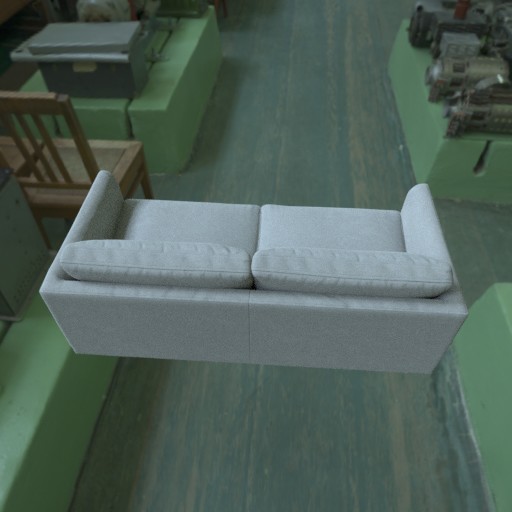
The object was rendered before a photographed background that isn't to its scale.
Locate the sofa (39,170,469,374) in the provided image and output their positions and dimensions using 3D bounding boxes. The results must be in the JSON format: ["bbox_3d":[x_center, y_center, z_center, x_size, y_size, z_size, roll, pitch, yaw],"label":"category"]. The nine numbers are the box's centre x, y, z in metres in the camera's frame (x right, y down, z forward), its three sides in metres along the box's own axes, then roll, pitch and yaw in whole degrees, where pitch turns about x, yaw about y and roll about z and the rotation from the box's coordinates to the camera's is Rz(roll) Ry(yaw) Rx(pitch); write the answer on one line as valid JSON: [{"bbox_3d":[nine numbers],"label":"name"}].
[{"bbox_3d":[0.000,0.000,2.808,2.588,0.838,1.090,3,47,2],"label":"sofa"}]
